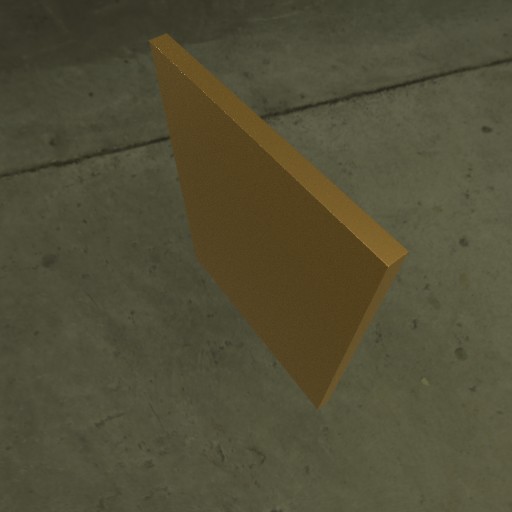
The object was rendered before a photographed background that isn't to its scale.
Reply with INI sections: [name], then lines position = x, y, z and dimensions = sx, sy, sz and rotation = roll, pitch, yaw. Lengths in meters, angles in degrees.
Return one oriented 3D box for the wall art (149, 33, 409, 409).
[wall art]
position = 0.000, 0.000, 1.020
dimensions = 0.038, 0.762, 0.610
rotation = -32, 63, -19
